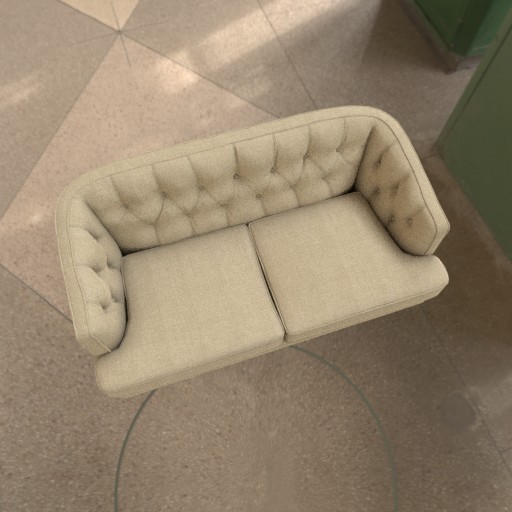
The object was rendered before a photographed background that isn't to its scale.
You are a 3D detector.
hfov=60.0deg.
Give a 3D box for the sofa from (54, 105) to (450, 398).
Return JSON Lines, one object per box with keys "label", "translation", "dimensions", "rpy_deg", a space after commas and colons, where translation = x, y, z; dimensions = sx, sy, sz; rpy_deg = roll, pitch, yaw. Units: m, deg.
{"label": "sofa", "translation": [0.000, 0.000, 2.259], "dimensions": [1.733, 0.855, 0.941], "rpy_deg": [-16, 65, -8]}
